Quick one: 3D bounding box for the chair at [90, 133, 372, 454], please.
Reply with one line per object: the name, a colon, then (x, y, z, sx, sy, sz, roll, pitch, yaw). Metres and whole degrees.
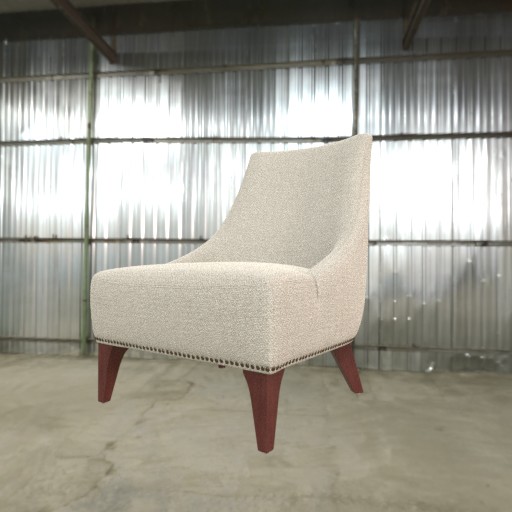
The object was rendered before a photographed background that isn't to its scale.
chair: (0.000, 0.000, 1.503, 0.701, 0.909, 0.861, 0, -1, 36)
